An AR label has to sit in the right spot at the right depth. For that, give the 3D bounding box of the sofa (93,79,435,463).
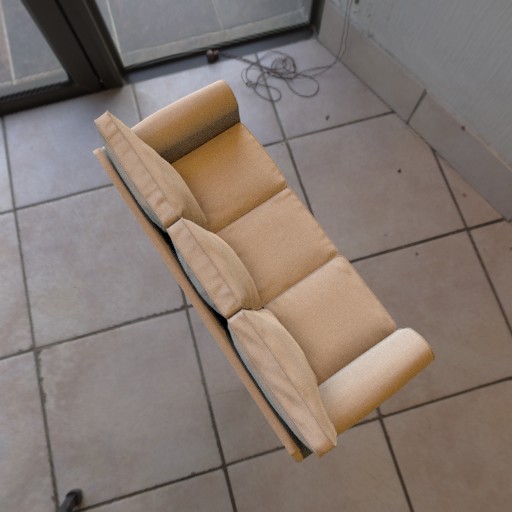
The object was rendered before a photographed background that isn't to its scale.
[{"bbox_3d":[0.000,0.000,2.621,0.916,0.961,2.084,-34,78,-8],"label":"sofa"}]
